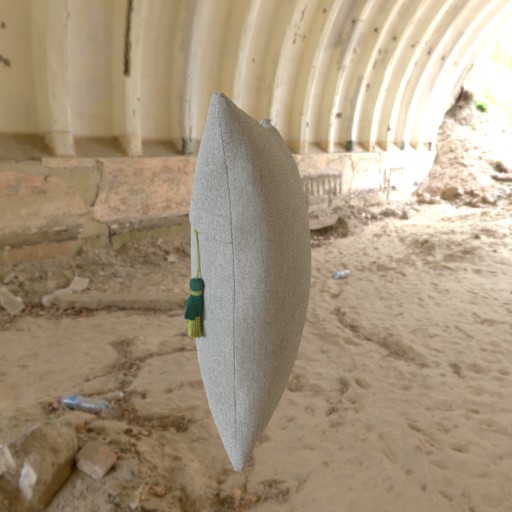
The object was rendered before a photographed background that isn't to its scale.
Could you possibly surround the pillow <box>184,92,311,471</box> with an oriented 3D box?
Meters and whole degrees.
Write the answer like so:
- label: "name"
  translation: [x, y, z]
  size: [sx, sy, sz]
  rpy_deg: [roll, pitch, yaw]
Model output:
- label: "pillow"
  translation: [0.000, 0.000, 0.693]
  size: [0.173, 0.436, 0.433]
  rpy_deg: [2, 14, 7]
